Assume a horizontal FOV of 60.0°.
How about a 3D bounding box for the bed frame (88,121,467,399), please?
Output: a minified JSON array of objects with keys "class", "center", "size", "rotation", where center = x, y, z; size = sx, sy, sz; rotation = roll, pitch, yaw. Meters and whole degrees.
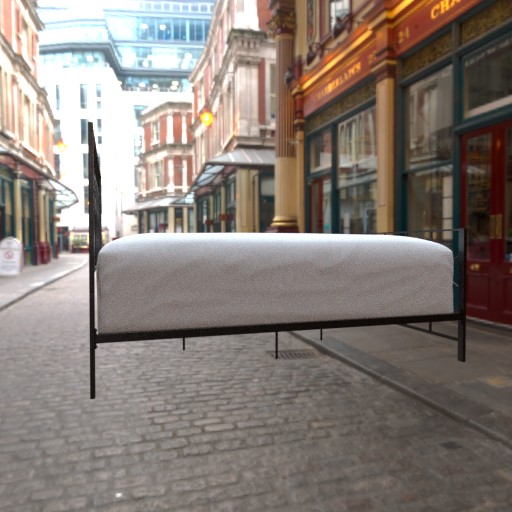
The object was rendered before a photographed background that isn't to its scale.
[{"class":"bed frame","center":[0.000,0.000,3.024],"size":[2.063,1.222,1.597],"rotation":[0,1,-18]}]
